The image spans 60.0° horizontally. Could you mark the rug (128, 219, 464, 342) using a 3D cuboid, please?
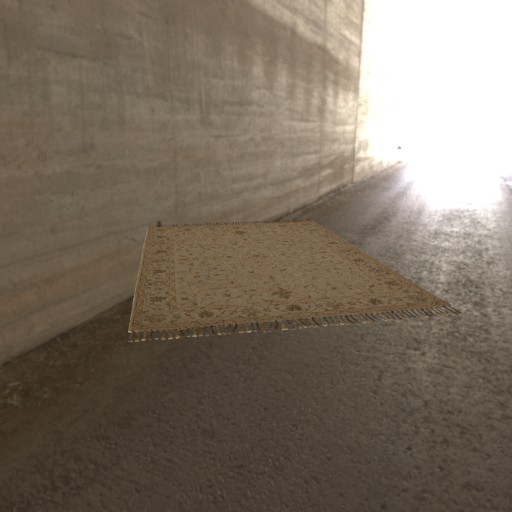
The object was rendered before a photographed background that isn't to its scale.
[{"bbox_3d":[0.000,0.000,2.405,1.218,0.017,1.861,-3,16,-11],"label":"rug"}]
